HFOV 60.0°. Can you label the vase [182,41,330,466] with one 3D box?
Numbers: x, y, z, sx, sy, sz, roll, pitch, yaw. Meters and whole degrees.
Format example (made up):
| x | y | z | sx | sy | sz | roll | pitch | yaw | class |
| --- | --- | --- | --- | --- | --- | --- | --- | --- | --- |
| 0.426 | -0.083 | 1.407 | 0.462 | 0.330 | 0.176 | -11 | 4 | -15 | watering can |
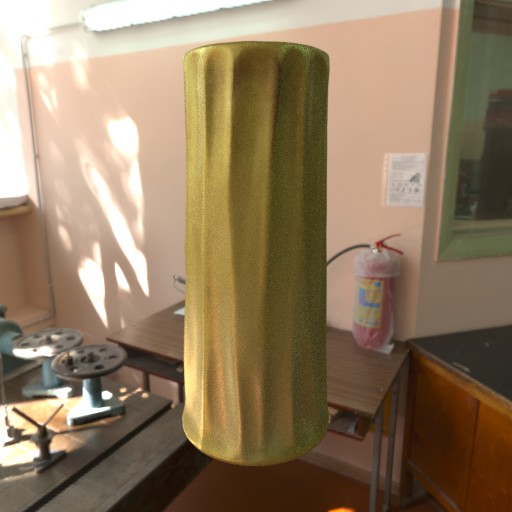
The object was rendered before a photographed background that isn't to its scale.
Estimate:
| x | y | z | sx | sy | sz | roll | pitch | yaw | class |
| --- | --- | --- | --- | --- | --- | --- | --- | --- | --- |
| 0.000 | 0.000 | 0.172 | 0.061 | 0.143 | 0.061 | 0 | 13 | 0 | vase |
